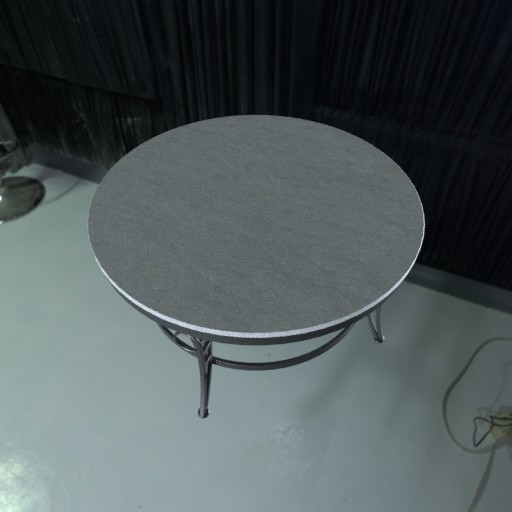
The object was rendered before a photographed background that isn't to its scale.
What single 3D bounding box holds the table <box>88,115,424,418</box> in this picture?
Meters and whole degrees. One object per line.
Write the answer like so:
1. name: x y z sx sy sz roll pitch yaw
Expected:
1. table: 0.000 0.000 1.379 0.889 0.470 0.889 0 46 0
